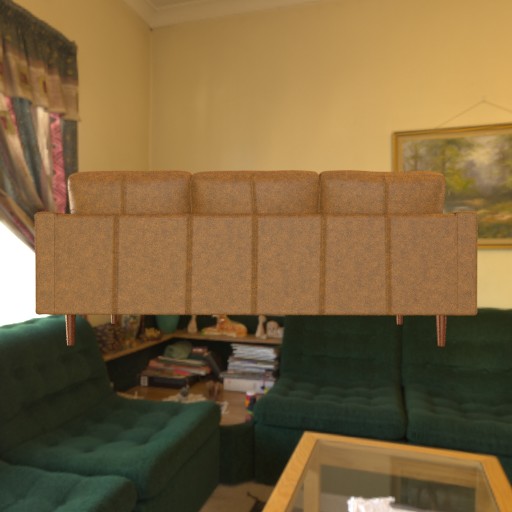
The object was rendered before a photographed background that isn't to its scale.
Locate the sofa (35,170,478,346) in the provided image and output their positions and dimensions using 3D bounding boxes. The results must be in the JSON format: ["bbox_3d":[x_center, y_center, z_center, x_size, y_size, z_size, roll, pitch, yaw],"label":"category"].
[{"bbox_3d":[0.000,0.000,2.677,2.231,0.930,0.903,0,1,1],"label":"sofa"}]
